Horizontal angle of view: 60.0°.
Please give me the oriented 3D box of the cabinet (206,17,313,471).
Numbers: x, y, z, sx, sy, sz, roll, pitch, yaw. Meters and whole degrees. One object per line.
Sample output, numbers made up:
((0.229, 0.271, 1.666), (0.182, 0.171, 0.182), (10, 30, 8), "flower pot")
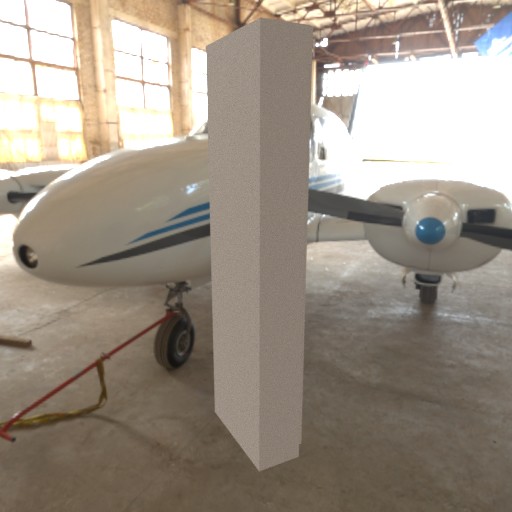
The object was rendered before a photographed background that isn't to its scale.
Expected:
((0.000, 0.000, 1.974), (0.230, 1.790, 0.500), (-7, 16, -27), "cabinet")
